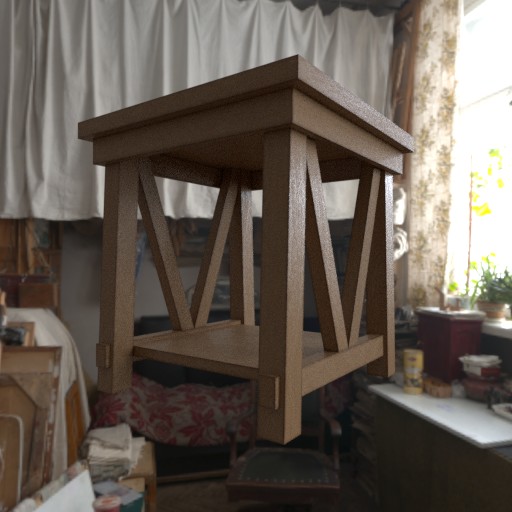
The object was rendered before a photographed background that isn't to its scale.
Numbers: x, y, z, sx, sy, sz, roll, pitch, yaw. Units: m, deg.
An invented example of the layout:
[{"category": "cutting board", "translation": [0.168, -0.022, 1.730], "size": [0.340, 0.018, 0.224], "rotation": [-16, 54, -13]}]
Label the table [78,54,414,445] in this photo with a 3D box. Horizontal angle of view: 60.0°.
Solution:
[{"category": "table", "translation": [0.000, 0.000, 1.128], "size": [0.610, 0.638, 0.612], "rotation": [0, 0, 36]}]
